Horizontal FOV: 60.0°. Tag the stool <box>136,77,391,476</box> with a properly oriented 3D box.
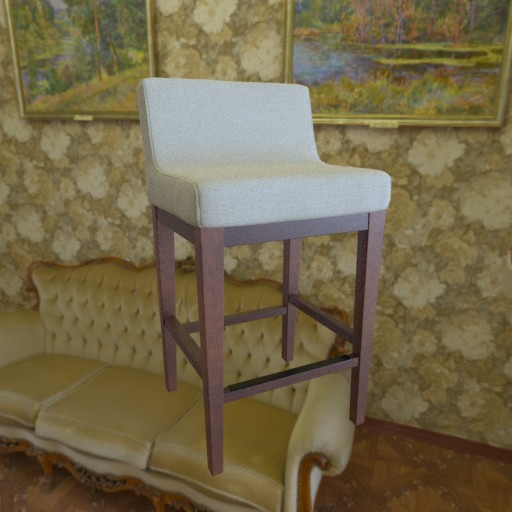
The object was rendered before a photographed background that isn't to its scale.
[{"bbox_3d":[0.000,0.000,1.224,0.511,0.937,0.500,-8,18,-25],"label":"stool"}]
